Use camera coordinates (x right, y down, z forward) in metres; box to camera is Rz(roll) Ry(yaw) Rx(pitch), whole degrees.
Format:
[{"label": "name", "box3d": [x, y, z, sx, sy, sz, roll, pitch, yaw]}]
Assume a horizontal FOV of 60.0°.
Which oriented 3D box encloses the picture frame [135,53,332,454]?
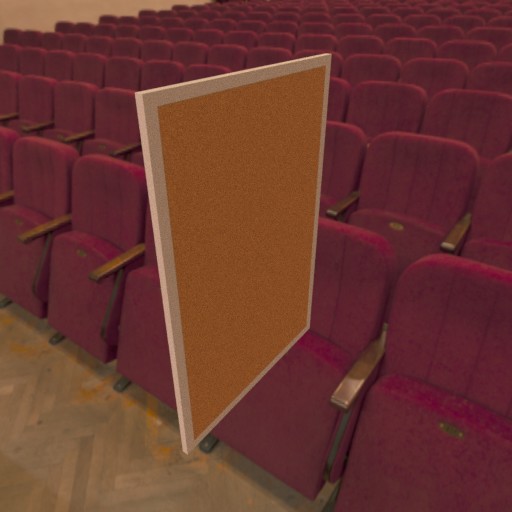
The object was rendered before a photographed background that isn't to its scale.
[{"label": "picture frame", "box3d": [0.000, 0.000, 0.836, 0.013, 0.657, 0.457, 21, 37, 30]}]
